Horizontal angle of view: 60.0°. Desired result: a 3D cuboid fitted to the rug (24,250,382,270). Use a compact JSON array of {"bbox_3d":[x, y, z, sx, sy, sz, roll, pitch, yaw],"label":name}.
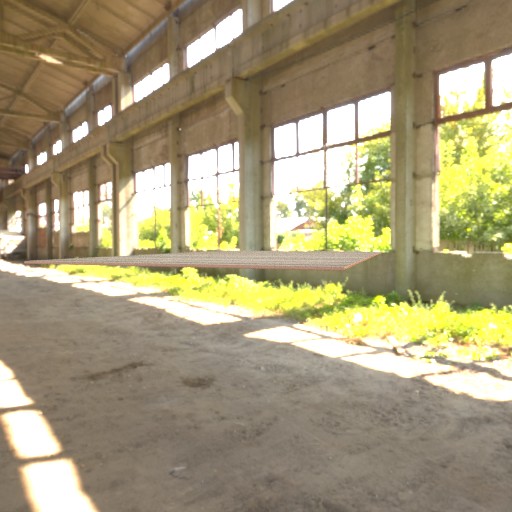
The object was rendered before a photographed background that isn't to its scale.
[{"bbox_3d":[0.000,0.000,3.028,1.523,0.014,2.438,1,2,19],"label":"rug"}]
